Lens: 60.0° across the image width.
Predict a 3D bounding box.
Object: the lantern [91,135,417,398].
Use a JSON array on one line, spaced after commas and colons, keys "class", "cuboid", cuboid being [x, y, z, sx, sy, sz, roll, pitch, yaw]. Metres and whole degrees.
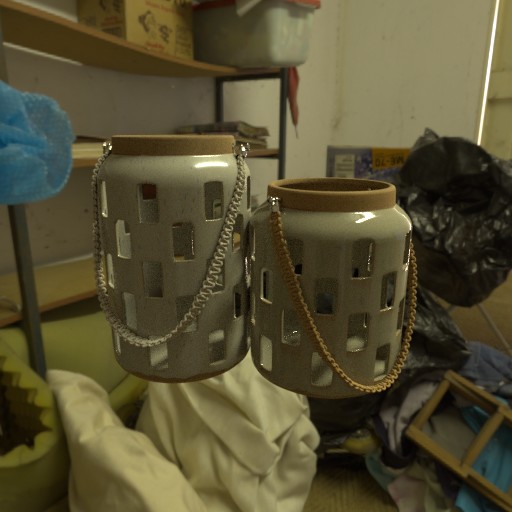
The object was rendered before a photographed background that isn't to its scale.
[{"class": "lantern", "cuboid": [0.000, 0.000, 0.488, 0.347, 0.255, 0.184, 3, 16, 9]}]
